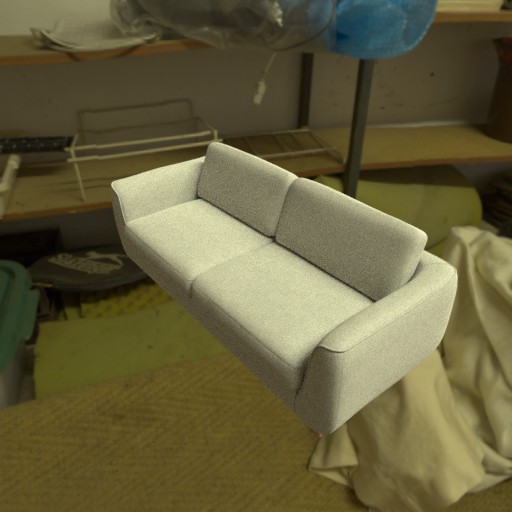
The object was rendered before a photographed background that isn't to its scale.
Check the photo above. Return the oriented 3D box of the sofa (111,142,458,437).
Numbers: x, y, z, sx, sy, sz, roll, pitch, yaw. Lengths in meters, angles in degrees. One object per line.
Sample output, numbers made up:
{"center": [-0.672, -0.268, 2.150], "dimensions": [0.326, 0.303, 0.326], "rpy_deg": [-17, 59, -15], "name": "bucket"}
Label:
{"center": [0.000, 0.000, 2.509], "dimensions": [0.920, 0.850, 2.000], "rpy_deg": [-23, 39, -32], "name": "sofa"}
